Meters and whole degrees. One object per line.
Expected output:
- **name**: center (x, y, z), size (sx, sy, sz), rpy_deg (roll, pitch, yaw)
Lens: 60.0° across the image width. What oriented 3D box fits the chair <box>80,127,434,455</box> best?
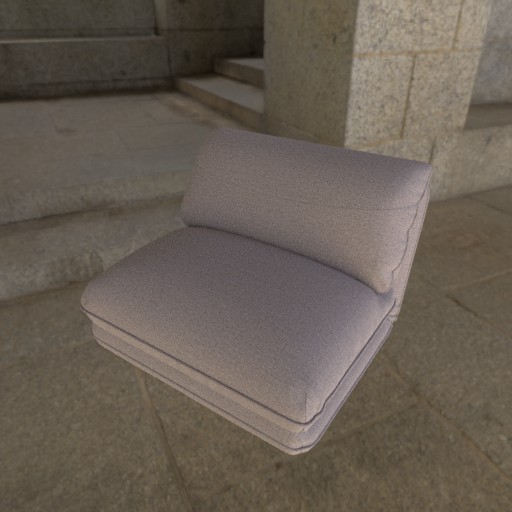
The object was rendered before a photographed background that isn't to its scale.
- **chair**: center (0.000, 0.000, 1.365), size (0.820, 0.580, 0.780), rpy_deg (19, 35, 29)
